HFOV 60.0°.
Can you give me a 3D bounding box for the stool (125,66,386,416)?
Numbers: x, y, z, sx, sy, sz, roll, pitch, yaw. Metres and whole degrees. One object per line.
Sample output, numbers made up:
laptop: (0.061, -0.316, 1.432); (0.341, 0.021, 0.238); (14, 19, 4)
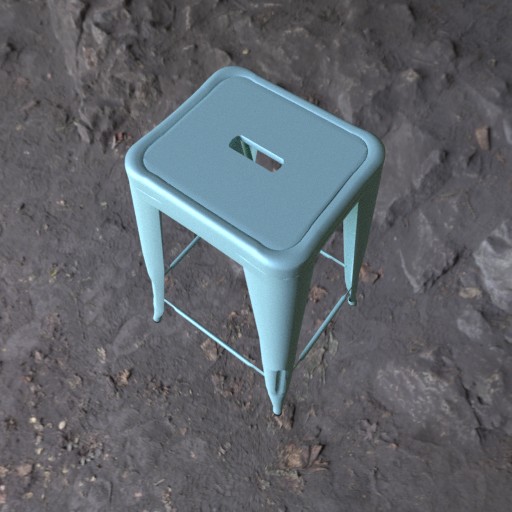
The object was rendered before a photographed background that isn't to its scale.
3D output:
stool: (0.000, 0.000, 0.868); (0.399, 0.609, 0.359); (33, 67, 16)
